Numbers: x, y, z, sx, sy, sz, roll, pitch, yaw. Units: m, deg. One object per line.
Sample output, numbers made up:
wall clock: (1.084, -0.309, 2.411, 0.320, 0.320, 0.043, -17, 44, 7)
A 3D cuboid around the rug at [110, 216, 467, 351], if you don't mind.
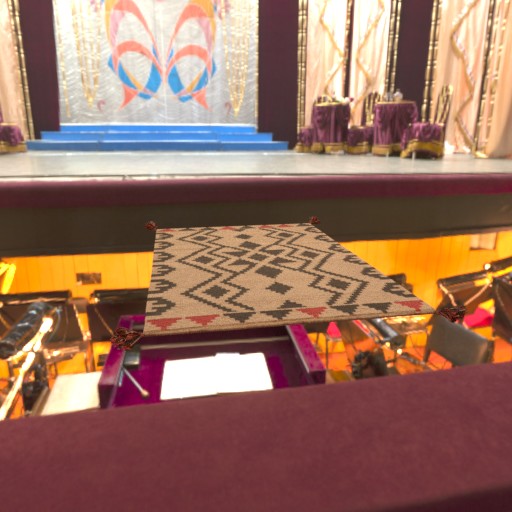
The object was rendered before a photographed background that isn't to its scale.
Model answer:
rug: (0.000, 0.000, 2.644, 1.444, 0.067, 2.069, -3, 16, -10)
